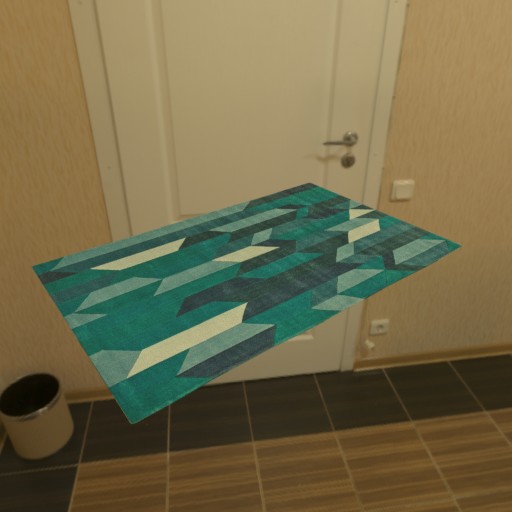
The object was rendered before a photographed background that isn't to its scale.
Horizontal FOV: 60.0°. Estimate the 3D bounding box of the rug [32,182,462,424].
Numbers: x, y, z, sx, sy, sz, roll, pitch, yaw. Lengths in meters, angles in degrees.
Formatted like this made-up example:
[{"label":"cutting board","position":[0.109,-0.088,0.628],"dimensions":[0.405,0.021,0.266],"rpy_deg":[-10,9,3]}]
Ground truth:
[{"label":"rug","position":[0.000,0.000,2.928],"dimensions":[2.420,0.005,1.528],"rpy_deg":[-21,36,-32]}]
